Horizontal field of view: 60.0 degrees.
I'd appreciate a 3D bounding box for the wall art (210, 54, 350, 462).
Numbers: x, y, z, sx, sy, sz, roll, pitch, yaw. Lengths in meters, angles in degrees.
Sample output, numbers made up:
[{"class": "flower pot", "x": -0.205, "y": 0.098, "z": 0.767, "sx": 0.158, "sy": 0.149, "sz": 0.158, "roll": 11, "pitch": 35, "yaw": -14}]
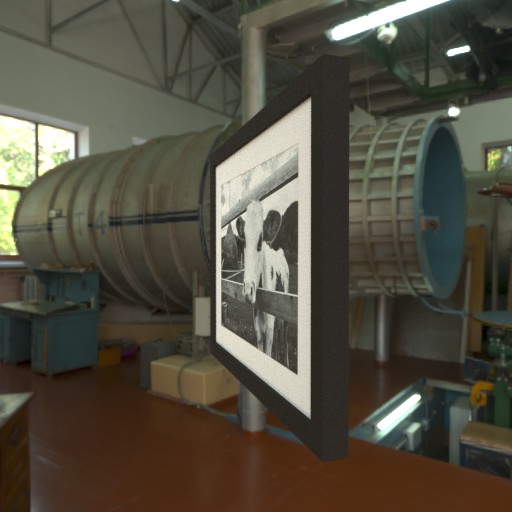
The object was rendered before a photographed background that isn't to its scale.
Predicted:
[{"class": "wall art", "x": 0.000, "y": 0.000, "z": 0.551, "sx": 0.024, "sy": 0.329, "sz": 0.404, "roll": 0, "pitch": 1, "yaw": -19}]
